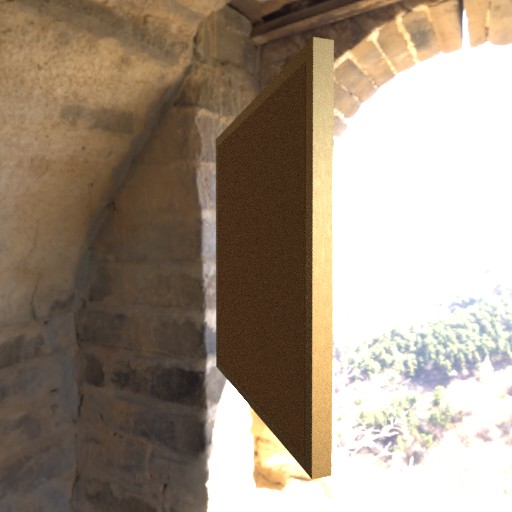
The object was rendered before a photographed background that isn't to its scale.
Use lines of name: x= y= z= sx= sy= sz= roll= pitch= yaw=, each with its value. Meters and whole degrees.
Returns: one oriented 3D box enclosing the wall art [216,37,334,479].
wall art: x=0.000 y=0.000 z=2.860 sx=0.099 sy=1.926 sz=1.926 roll=0 pitch=1 yaw=-18
